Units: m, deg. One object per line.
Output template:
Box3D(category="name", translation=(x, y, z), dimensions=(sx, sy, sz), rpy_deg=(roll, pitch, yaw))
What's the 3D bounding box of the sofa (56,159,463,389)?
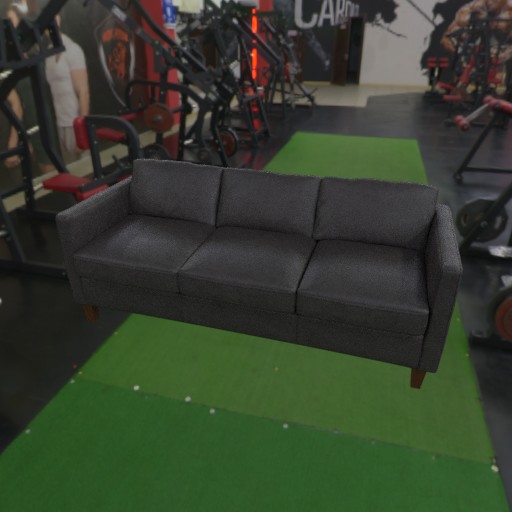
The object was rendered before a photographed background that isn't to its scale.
Box3D(category="sofa", translation=(0.000, 0.000, 3.040), dimensions=(2.464, 1.006, 1.045), rpy_deg=(8, 28, 15))
